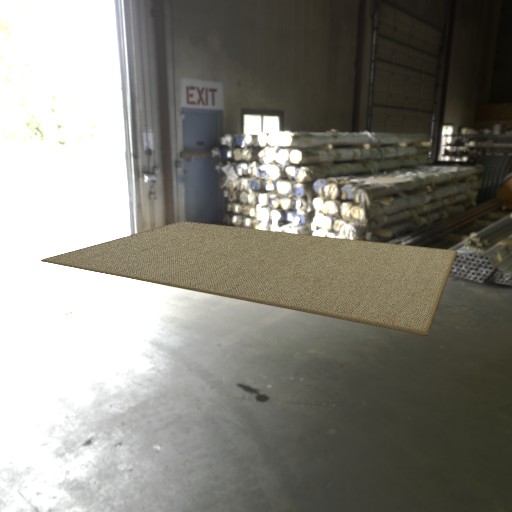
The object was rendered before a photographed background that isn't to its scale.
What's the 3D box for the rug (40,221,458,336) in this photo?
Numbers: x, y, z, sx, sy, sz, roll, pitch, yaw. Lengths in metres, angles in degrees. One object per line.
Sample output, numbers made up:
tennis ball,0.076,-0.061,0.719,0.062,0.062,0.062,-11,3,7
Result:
rug,0.000,0.000,2.087,1.667,0.013,1.062,8,17,27
